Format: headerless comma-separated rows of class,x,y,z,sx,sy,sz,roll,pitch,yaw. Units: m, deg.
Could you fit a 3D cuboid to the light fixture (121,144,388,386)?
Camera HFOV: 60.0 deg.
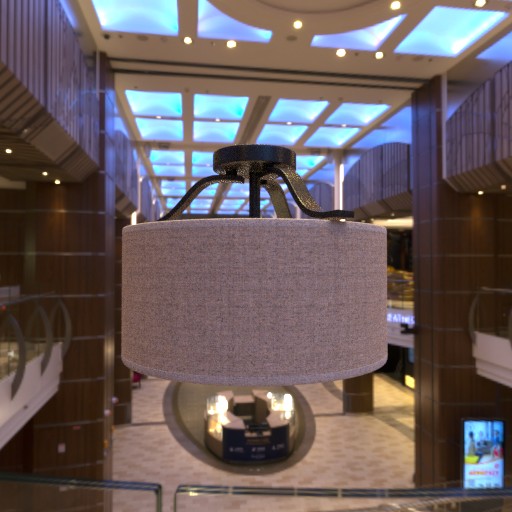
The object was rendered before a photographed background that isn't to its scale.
light fixture,0.000,0.000,0.671,0.390,0.306,0.390,0,-1,0
